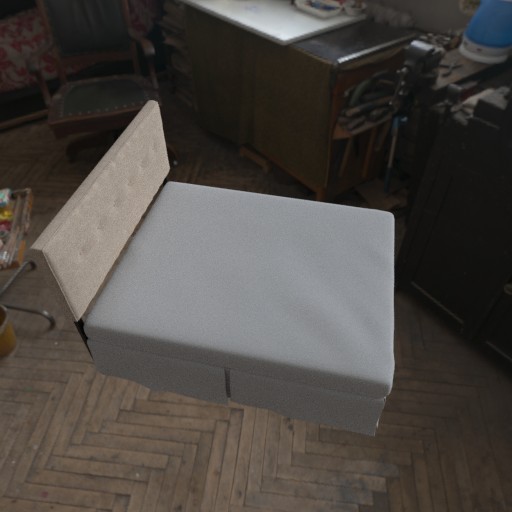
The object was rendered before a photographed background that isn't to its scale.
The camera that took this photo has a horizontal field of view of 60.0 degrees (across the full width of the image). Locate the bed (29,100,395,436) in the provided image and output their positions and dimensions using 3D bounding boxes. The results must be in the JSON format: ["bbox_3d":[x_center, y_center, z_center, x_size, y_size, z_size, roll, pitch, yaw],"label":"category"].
[{"bbox_3d":[0.000,0.000,3.045,1.978,1.270,1.643,9,47,9],"label":"bed"}]
